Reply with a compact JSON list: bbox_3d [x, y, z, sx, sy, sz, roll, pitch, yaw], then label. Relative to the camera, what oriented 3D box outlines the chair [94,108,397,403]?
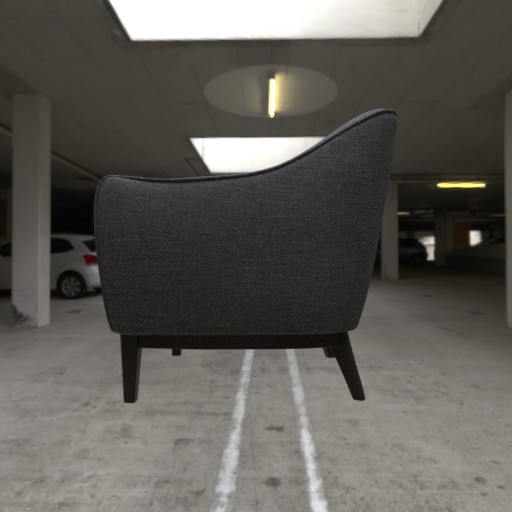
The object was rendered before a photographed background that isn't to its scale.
[{"bbox_3d":[0.000,0.000,1.563,0.851,0.829,0.870,0,-1,1],"label":"chair"}]
